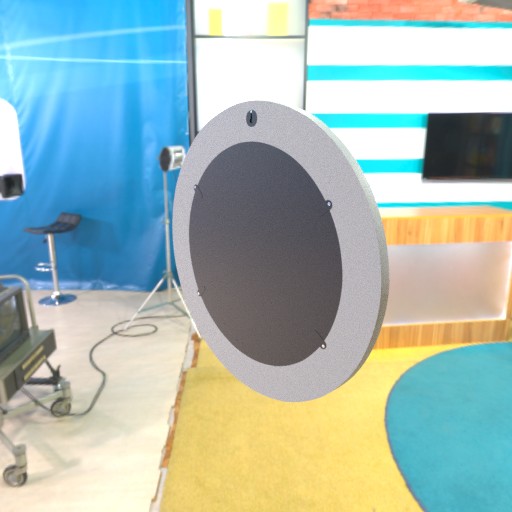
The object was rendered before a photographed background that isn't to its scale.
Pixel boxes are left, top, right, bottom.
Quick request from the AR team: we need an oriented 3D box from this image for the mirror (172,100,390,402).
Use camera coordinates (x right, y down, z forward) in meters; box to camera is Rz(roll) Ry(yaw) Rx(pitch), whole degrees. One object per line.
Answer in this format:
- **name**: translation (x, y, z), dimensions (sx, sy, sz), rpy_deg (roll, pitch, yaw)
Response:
- **mirror**: translation (0.000, 0.000, 1.380), dimensions (0.038, 0.914, 0.914), rpy_deg (-13, 19, -40)
